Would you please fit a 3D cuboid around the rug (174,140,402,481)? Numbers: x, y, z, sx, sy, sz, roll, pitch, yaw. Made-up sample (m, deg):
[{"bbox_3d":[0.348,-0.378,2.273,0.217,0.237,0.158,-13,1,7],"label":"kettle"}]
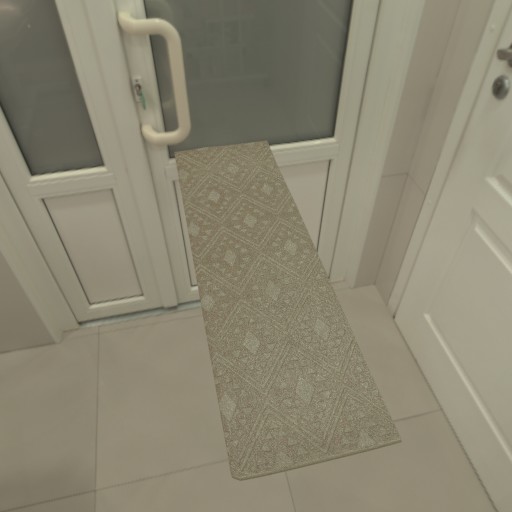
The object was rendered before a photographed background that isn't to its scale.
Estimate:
[{"bbox_3d":[0.000,0.000,2.689,0.752,0.051,2.452,-9,47,-9],"label":"rug"}]
